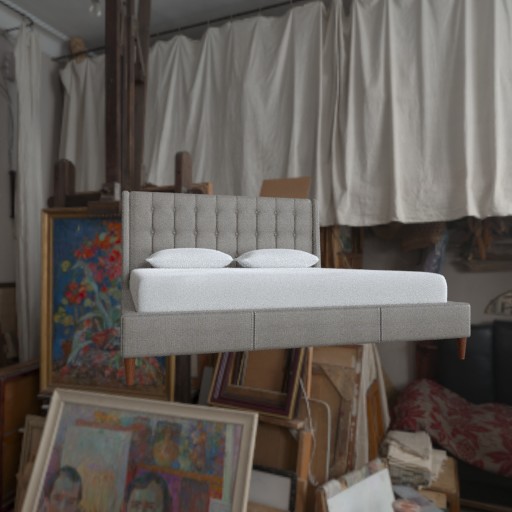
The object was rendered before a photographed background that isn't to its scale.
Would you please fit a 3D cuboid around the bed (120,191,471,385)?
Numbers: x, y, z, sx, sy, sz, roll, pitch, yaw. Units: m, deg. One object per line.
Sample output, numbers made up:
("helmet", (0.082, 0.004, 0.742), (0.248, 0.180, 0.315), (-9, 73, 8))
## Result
("bed", (0.000, 0.000, 3.539), (2.062, 1.289, 2.342), (0, -1, -17))
